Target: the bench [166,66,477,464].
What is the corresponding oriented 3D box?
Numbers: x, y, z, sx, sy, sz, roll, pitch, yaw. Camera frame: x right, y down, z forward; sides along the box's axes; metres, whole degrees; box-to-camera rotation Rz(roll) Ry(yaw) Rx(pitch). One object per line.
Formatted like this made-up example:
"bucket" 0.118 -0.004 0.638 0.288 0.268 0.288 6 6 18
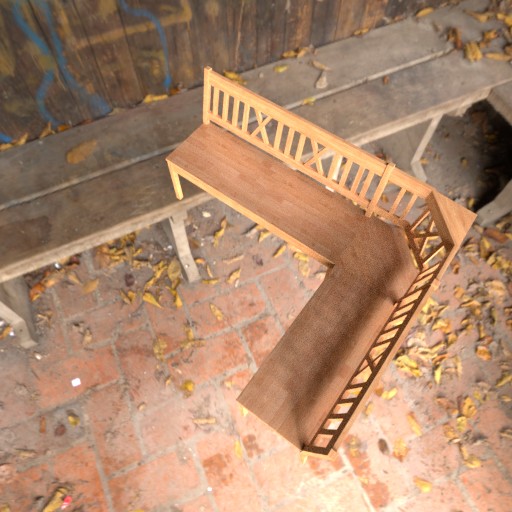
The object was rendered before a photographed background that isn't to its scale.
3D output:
"bench" 0.000 0.000 2.781 1.937 0.902 1.537 33 67 16
